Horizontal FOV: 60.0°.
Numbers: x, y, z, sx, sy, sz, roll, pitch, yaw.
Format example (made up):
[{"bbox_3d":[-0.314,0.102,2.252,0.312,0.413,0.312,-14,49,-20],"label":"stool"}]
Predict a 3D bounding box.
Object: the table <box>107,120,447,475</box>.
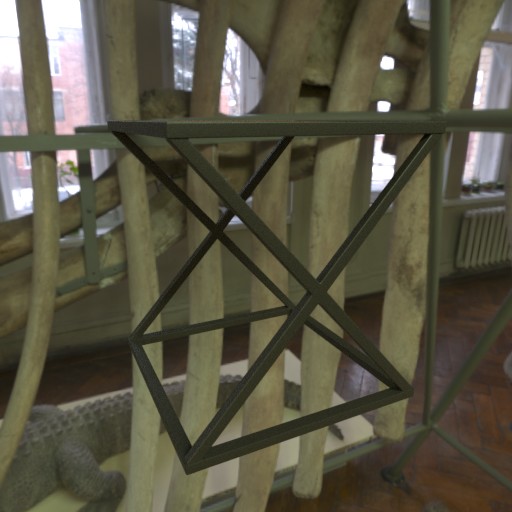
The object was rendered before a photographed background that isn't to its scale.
[{"bbox_3d":[0.000,0.000,0.968,0.500,0.565,0.500,-8,19,-25],"label":"table"}]
